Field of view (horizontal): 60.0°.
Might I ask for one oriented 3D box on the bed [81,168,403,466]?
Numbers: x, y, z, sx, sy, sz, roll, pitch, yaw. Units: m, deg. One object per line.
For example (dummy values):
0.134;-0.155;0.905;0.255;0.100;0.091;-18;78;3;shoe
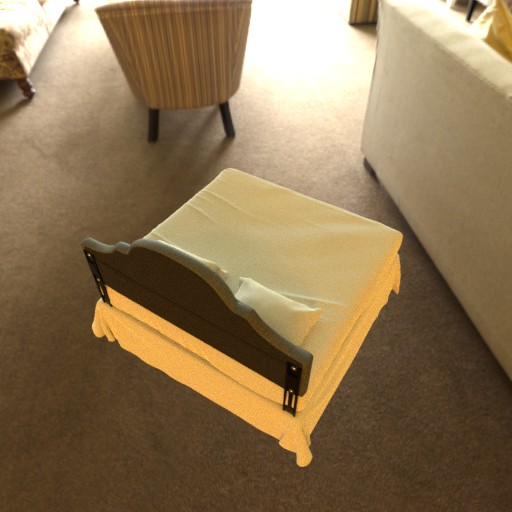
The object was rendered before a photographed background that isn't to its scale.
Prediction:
0.000;0.000;3.869;2.303;1.631;2.222;25;50;22;bed
